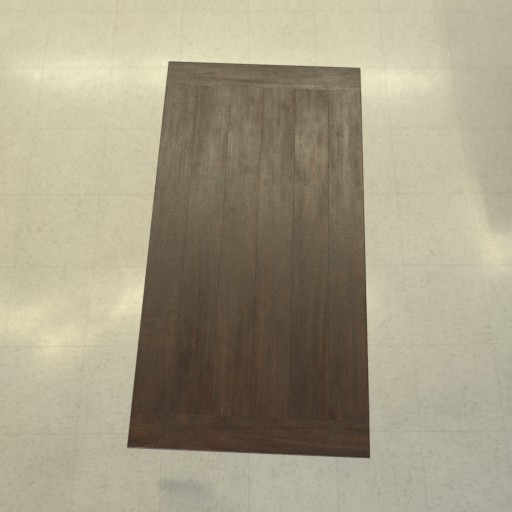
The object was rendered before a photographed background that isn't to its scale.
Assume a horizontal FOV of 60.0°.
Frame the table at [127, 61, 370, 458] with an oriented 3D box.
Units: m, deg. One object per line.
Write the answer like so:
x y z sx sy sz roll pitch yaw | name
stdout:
0.000 0.000 1.634 0.700 0.494 1.270 2 75 1 | table
